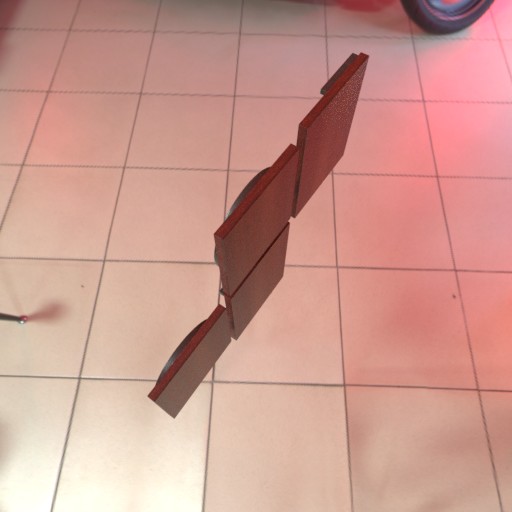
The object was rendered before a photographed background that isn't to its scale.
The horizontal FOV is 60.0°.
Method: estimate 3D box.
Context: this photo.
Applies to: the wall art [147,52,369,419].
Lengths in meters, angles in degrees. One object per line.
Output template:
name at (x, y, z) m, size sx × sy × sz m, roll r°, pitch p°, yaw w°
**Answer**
wall art at (0.000, 0.000, 0.853) m, size 0.030 × 0.497 × 0.635 m, roll 31°, pitch 67°, yaw 15°
